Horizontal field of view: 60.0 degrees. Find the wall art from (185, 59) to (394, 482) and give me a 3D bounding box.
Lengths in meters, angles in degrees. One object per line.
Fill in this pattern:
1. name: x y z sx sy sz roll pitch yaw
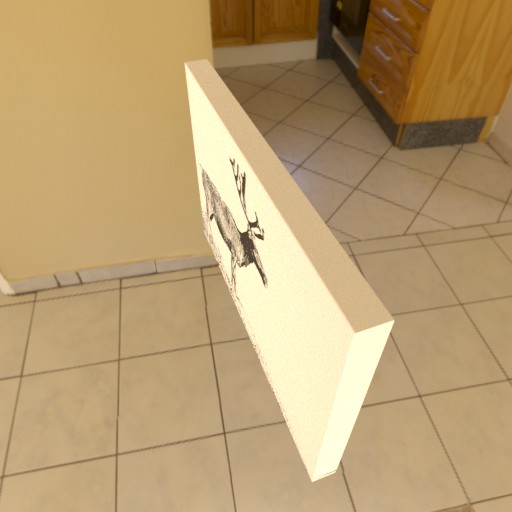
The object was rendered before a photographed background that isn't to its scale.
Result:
1. wall art: 0.000 0.000 0.745 0.042 0.414 0.608 -15 48 -14
